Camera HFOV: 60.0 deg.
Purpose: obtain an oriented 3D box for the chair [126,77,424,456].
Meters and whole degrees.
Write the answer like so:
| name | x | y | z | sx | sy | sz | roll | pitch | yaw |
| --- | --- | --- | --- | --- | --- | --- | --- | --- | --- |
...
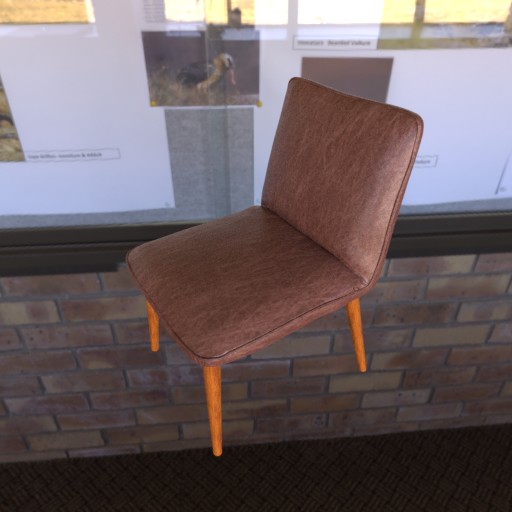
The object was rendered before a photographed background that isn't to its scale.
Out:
| name | x | y | z | sx | sy | sz | roll | pitch | yaw |
| --- | --- | --- | --- | --- | --- | --- | --- | --- | --- |
| chair | 0.000 | 0.000 | 1.220 | 0.645 | 0.803 | 0.543 | -23 | 40 | -30 |
